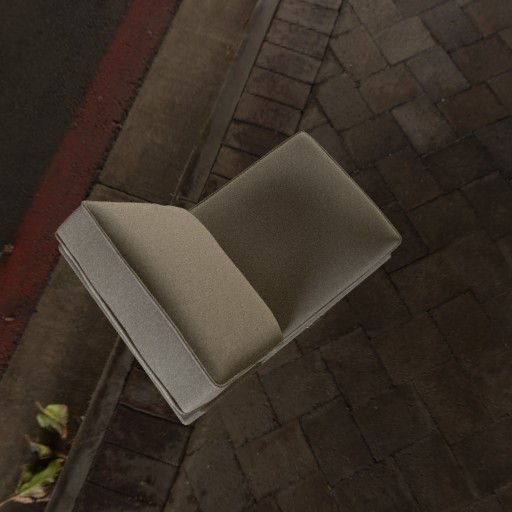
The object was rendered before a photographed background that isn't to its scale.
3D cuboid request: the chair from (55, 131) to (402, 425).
[{"bbox_3d":[0.000,0.000,1.693,1.020,1.058,0.674,-38,78,-9],"label":"chair"}]
